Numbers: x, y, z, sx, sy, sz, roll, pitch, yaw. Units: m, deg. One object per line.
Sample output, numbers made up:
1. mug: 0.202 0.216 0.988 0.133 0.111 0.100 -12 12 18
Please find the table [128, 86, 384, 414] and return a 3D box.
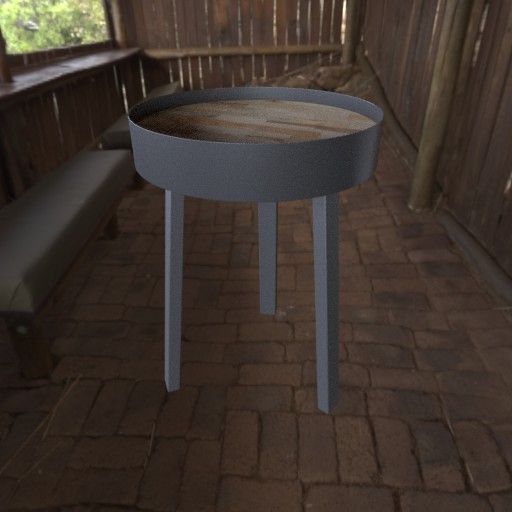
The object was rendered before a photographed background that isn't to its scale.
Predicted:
1. table: 0.000 0.000 0.865 0.406 0.559 0.406 0 30 0
